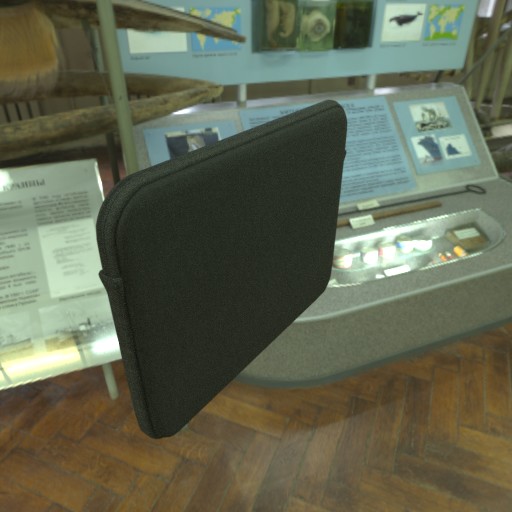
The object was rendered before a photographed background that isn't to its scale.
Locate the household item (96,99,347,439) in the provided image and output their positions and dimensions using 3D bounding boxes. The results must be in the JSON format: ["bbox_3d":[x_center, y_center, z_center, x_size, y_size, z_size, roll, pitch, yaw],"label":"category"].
[{"bbox_3d":[0.000,0.000,0.527,0.030,0.305,0.396,22,39,31],"label":"household item"}]
